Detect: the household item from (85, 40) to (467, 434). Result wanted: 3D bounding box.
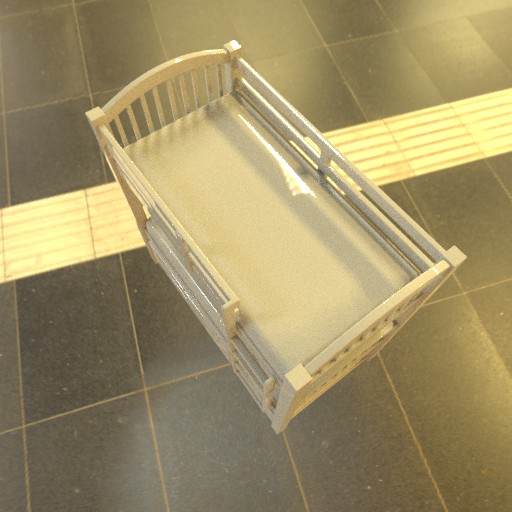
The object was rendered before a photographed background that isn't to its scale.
[{"bbox_3d":[0.000,0.000,3.262,1.143,2.032,2.032,-33,68,-16],"label":"household item"}]
